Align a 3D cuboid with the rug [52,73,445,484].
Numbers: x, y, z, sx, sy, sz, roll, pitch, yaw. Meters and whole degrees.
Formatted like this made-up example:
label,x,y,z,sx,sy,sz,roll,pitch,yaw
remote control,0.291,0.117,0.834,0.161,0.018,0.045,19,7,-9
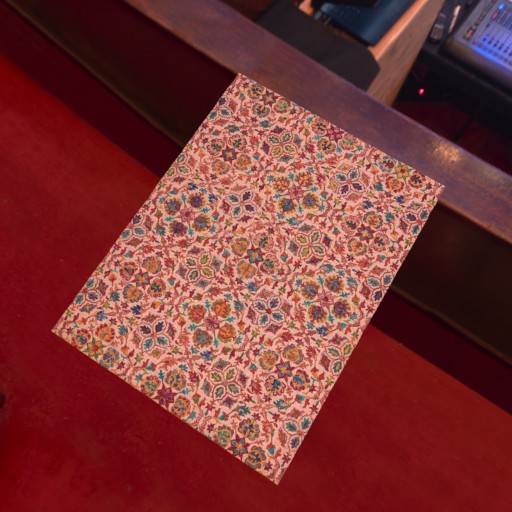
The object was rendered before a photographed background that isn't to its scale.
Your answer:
label,x,y,z,sx,sy,sz,roll,pitch,yaw
rug,0.000,0.000,4.251,2.446,0.020,3.215,31,78,7
